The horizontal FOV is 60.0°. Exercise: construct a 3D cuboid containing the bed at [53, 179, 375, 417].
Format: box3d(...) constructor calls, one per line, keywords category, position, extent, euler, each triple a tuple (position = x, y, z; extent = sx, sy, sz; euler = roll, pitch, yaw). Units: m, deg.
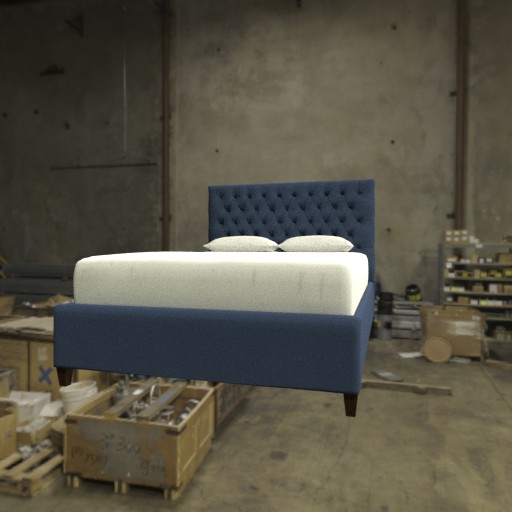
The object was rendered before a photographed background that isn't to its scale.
box3d(category="bed", position=(0.000, 0.000, 3.366), extent=(1.706, 1.427, 2.387), euler=(0, 1, 16))
